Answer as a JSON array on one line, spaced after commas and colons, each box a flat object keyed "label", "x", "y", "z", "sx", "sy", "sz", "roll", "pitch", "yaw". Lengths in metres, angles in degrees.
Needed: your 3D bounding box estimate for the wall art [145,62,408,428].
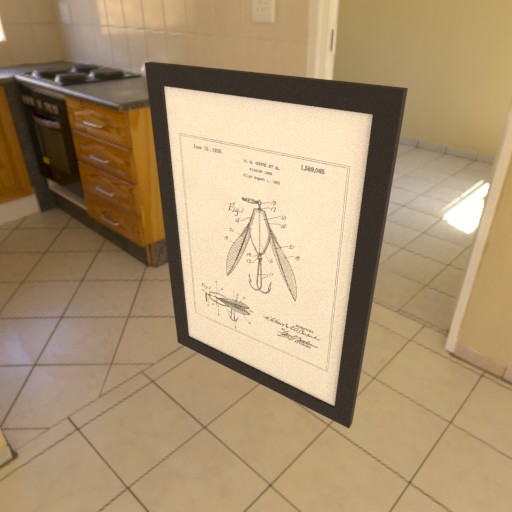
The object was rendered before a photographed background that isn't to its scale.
[{"label": "wall art", "x": 0.000, "y": 0.000, "z": 0.694, "sx": 0.380, "sy": 0.534, "sz": 0.013, "roll": 19, "pitch": 35, "yaw": 28}]
